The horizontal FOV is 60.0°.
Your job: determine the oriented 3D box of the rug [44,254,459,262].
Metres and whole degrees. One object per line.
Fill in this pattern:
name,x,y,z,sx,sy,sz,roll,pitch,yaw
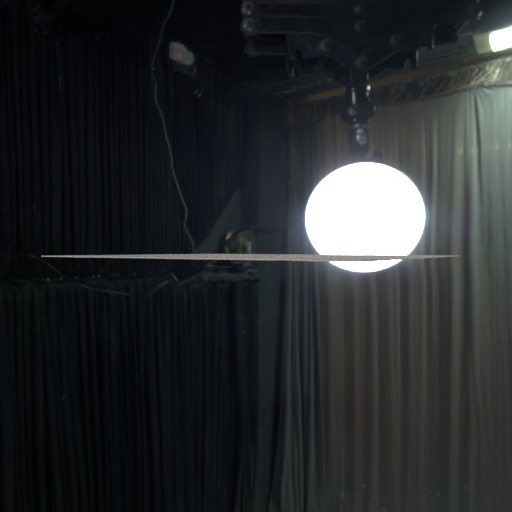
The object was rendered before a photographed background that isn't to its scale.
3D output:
rug,0.000,0.000,4.134,3.048,0.012,2.444,1,1,35
